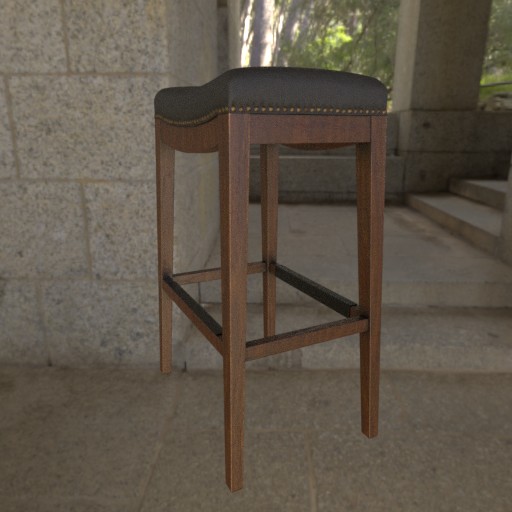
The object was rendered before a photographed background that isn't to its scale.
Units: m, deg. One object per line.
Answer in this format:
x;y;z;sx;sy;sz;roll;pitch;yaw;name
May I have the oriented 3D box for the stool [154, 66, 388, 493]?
0.000;0.000;1.028;0.361;0.765;0.500;-8;18;-26;stool
